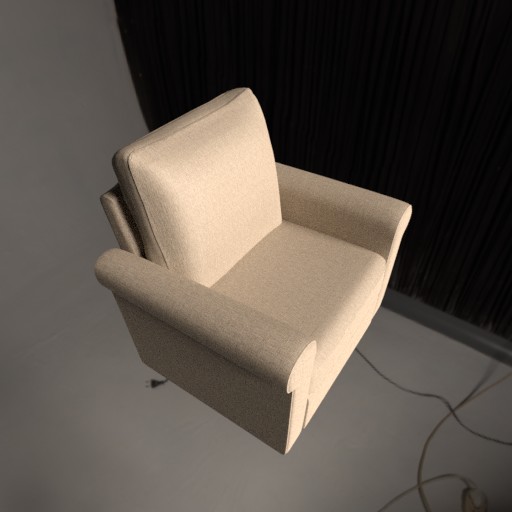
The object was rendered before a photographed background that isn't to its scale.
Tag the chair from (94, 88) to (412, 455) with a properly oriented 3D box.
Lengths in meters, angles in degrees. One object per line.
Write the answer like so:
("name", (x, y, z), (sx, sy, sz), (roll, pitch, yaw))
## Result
("chair", (0.000, 0.000, 2.309), (1.180, 1.349, 1.275), (24, 47, 25))
